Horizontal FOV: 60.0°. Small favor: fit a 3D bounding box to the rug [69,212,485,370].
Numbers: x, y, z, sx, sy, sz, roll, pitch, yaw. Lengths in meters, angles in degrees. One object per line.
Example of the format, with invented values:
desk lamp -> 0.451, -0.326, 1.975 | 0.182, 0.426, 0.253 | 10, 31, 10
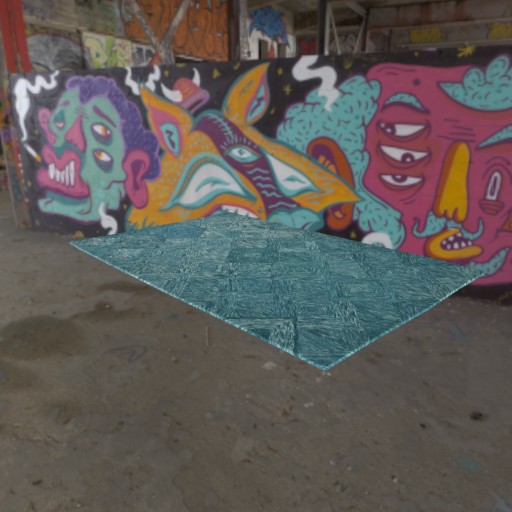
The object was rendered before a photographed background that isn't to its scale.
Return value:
rug -> 0.000, 0.000, 2.145 | 1.136, 0.017, 1.728 | -16, 23, -41
